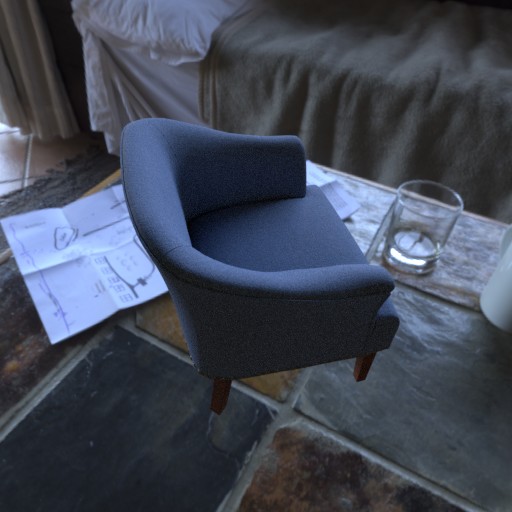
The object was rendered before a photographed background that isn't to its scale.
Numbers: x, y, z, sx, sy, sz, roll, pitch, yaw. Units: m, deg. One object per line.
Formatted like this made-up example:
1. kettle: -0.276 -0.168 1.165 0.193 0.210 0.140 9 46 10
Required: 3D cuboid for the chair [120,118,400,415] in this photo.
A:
1. chair: 0.000 0.000 1.457 0.704 0.815 0.798 -11 45 -11
